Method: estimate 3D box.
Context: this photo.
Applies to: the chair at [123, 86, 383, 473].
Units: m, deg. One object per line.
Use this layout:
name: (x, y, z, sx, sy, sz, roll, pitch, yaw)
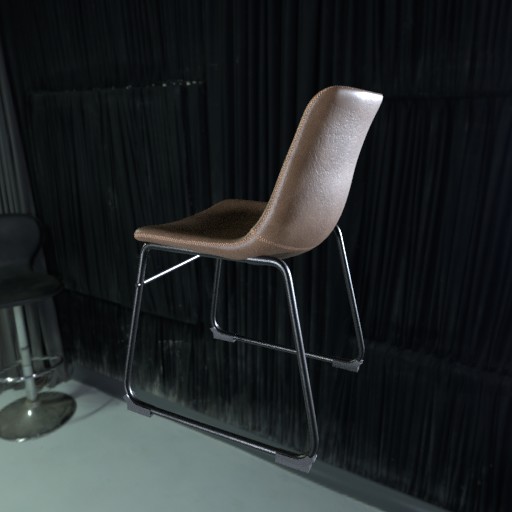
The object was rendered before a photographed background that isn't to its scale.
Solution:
chair: (0.000, 0.000, 1.125, 0.551, 0.780, 0.460, 8, 19, 25)
